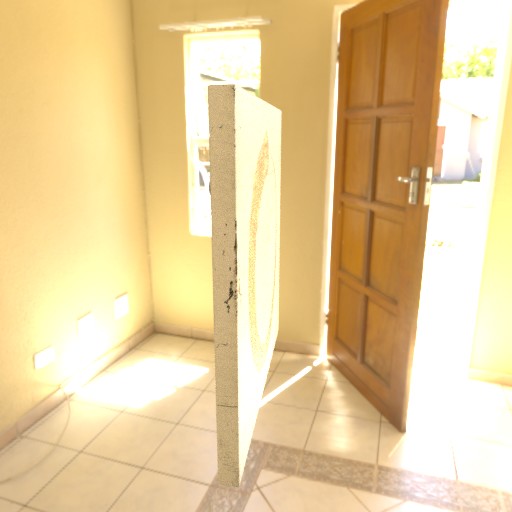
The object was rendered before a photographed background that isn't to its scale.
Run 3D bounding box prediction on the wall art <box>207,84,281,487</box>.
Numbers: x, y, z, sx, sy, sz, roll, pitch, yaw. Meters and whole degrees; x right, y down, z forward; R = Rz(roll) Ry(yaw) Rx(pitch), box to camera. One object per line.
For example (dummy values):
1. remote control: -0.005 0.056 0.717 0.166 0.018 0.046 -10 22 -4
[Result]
1. wall art: 0.000 0.000 0.927 0.040 0.611 0.610 2 15 8
